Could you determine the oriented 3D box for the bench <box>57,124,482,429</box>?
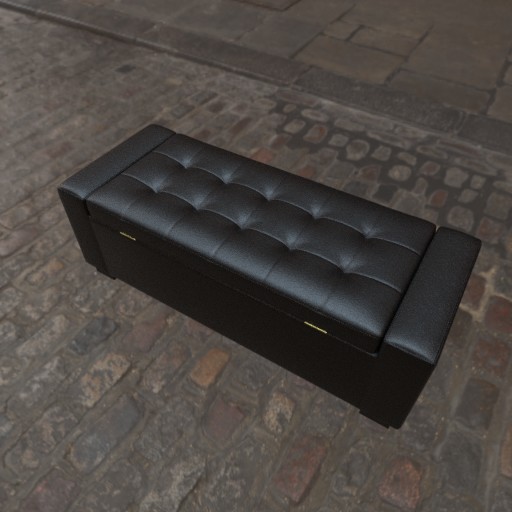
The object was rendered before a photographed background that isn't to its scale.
[{"bbox_3d":[0.000,0.000,1.558,1.296,0.445,0.508,24,51,21],"label":"bench"}]
